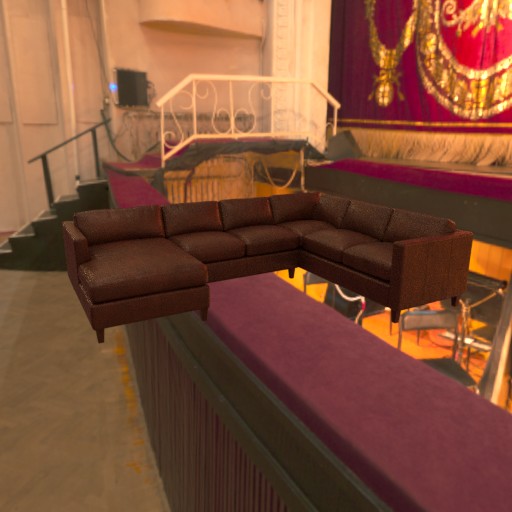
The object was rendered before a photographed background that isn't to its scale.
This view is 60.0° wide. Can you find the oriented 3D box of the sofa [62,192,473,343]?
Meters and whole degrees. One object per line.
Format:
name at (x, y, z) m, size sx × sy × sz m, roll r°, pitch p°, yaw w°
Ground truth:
sofa at (0.000, 0.000, 4.480) m, size 3.324 × 0.891 × 2.452 m, roll -9°, pitch 18°, yaw -28°
